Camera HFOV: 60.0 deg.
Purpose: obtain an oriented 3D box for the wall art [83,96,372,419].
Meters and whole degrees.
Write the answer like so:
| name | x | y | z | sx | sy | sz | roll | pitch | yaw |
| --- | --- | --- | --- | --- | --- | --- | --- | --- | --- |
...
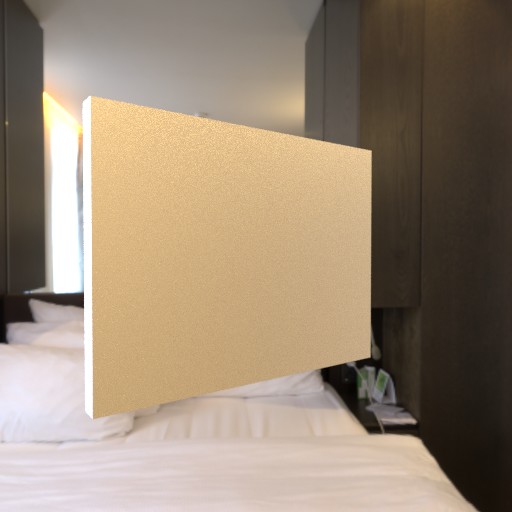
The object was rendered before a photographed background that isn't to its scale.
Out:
| name | x | y | z | sx | sy | sz | roll | pitch | yaw |
| --- | --- | --- | --- | --- | --- | --- | --- | --- | --- |
| wall art | 0.000 | 0.000 | 1.436 | 1.056 | 0.801 | 0.066 | -1 | 1 | -36 |
